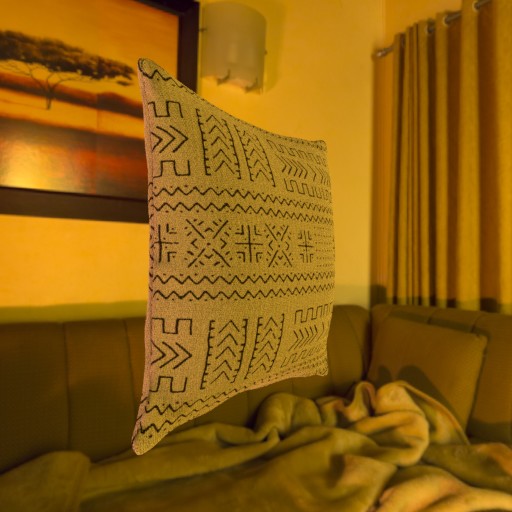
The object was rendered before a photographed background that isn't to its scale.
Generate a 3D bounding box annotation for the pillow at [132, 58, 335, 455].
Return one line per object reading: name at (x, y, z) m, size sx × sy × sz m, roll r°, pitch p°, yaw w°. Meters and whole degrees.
pillow at (0.000, 0.000, 0.640) m, size 0.164 × 0.430 × 0.438 m, roll -1°, pitch -1°, yaw 36°
